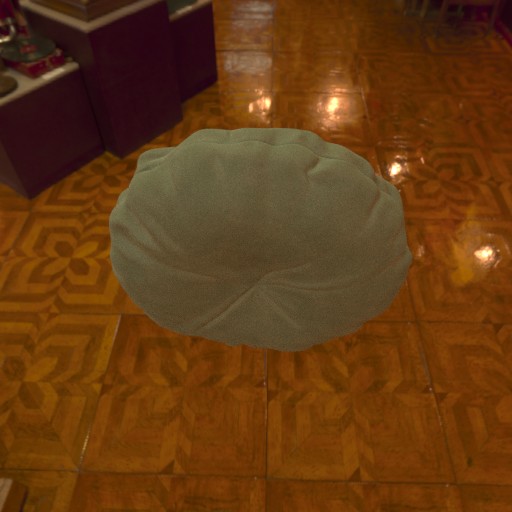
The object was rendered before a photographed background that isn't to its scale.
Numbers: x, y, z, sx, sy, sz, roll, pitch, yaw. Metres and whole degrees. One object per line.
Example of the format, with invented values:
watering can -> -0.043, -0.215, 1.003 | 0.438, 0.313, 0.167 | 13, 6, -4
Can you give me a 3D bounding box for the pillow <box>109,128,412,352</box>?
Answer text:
pillow -> 0.000, 0.000, 0.640 | 0.428, 0.407, 0.148 | 3, 49, 3
